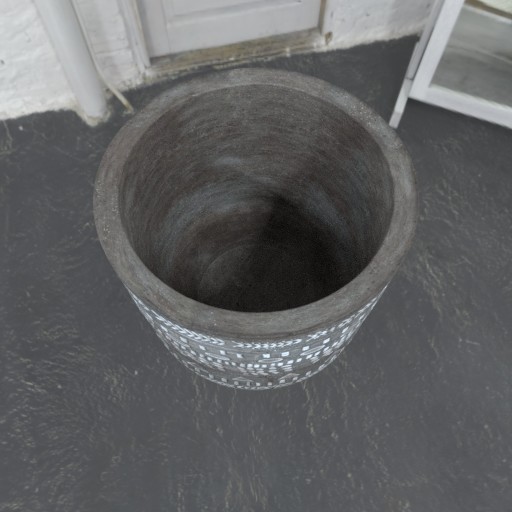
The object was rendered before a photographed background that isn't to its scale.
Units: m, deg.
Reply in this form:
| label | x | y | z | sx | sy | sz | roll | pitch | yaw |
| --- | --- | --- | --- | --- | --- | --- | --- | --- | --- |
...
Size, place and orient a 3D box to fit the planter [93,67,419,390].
| label | x | y | z | sx | sy | sz | roll | pitch | yaw |
| --- | --- | --- | --- | --- | --- | --- | --- | --- | --- |
| planter | 0.000 | 0.000 | 0.260 | 0.142 | 0.149 | 0.142 | 0 | 64 | 0 |
